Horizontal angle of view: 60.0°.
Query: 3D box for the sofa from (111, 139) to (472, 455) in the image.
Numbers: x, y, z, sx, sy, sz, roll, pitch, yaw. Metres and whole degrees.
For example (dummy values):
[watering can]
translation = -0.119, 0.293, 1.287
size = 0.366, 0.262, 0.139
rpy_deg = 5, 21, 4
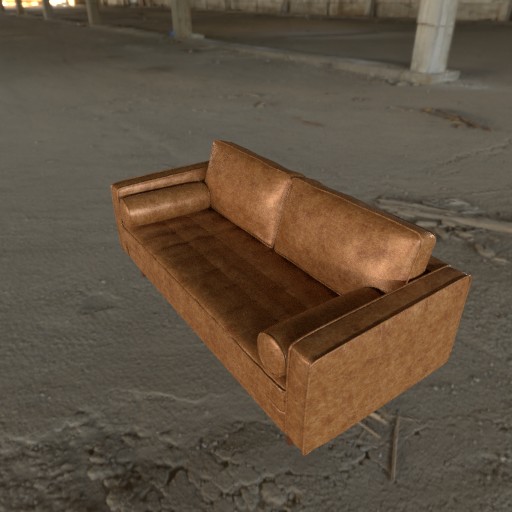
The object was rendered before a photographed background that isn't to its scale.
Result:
[sofa]
translation = 0.000, 0.000, 2.395
size = 0.924, 0.825, 1.920
rpy_deg = -20, 36, -29
